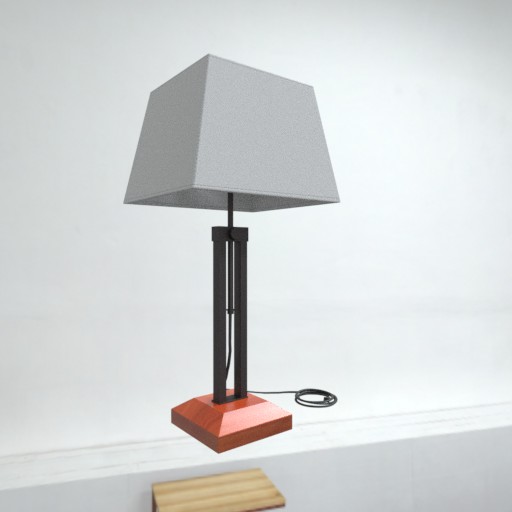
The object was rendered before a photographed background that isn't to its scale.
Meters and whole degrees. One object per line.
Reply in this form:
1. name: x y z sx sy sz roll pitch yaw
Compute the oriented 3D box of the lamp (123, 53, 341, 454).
1. lamp: 0.000 0.000 0.999 0.498 0.737 0.310 0 1 -37
